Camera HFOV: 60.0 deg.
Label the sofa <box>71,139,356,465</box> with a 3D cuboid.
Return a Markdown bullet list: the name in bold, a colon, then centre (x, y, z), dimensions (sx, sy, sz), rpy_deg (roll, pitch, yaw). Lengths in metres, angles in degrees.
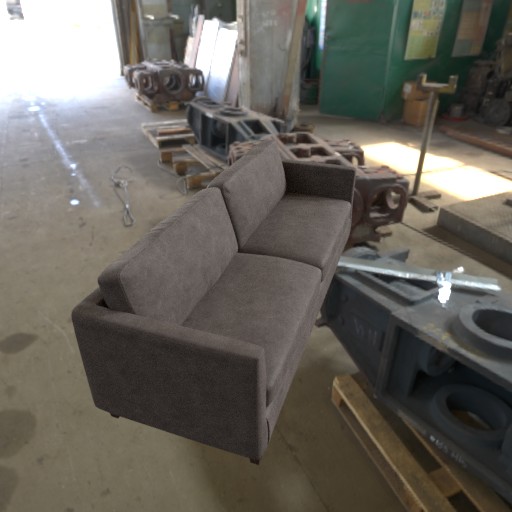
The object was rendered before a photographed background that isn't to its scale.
- **sofa**: centre (0.000, 0.000, 2.969), dimensions (0.951, 0.965, 2.434), rpy_deg (10, 32, 17)
